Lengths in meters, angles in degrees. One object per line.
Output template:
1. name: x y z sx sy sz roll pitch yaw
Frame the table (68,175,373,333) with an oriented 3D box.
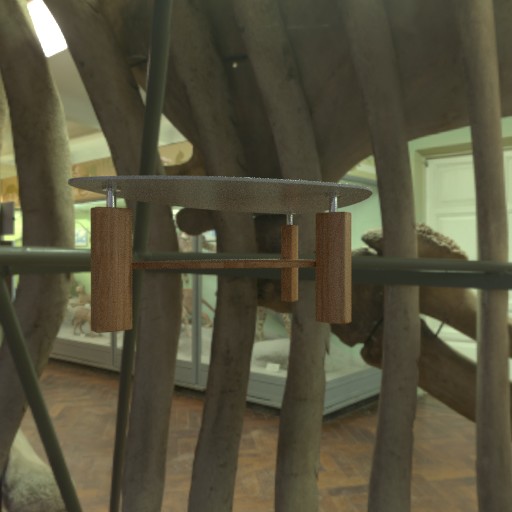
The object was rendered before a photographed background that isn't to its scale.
1. table: 0.000 0.000 1.638 0.850 0.440 1.250 0 0 36
